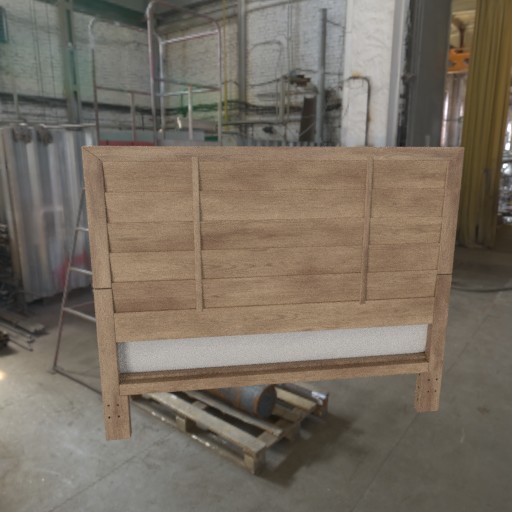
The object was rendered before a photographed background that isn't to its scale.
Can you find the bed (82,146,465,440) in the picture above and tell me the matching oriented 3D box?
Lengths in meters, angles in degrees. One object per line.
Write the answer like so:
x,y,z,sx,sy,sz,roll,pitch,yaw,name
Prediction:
0.000,0.000,3.477,2.032,1.626,2.062,-2,13,-8,bed
